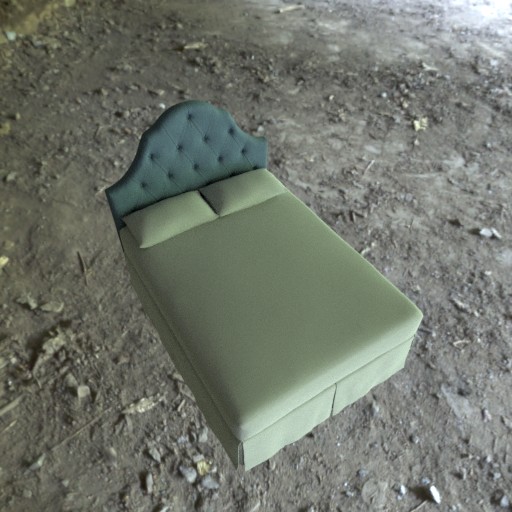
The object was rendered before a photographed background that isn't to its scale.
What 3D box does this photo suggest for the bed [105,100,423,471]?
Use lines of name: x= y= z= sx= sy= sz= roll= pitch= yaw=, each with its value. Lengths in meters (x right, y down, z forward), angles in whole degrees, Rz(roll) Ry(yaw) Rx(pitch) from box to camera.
bed: x=0.000 y=0.000 z=3.375 sx=1.636 sy=1.575 sz=2.155 roll=-24 pitch=51 yaw=-22
